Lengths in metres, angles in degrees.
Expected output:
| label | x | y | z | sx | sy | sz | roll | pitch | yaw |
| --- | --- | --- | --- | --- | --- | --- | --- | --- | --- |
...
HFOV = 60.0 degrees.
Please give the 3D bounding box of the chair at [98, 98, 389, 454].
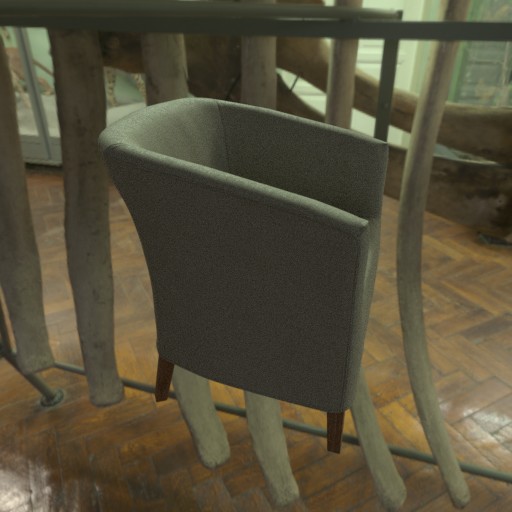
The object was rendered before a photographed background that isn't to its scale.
| label | x | y | z | sx | sy | sz | roll | pitch | yaw |
| --- | --- | --- | --- | --- | --- | --- | --- | --- | --- |
| chair | 0.000 | 0.000 | 1.264 | 0.668 | 0.771 | 0.600 | 9 | 32 | 16 |
